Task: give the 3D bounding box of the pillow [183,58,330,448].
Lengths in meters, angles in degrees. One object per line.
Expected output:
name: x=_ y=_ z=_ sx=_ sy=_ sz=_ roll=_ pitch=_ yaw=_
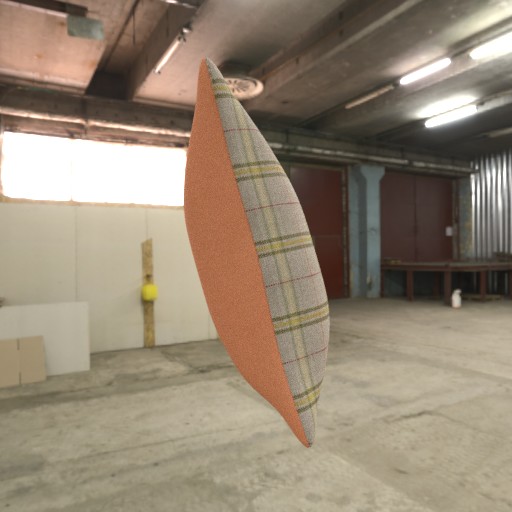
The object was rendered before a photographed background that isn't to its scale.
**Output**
pillow: x=0.000 y=0.000 z=0.699 sx=0.200 sy=0.430 sz=0.453 roll=0 pitch=0 yaw=-1
